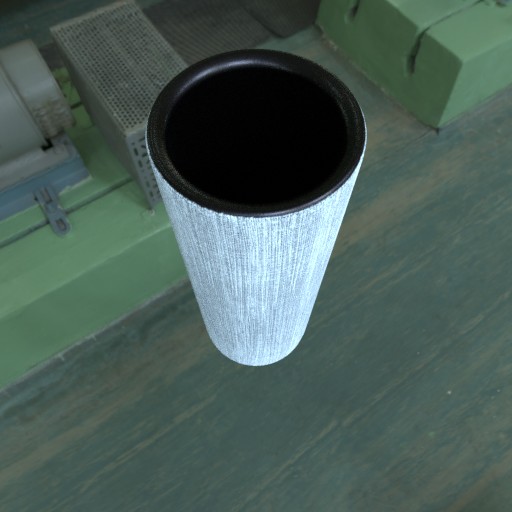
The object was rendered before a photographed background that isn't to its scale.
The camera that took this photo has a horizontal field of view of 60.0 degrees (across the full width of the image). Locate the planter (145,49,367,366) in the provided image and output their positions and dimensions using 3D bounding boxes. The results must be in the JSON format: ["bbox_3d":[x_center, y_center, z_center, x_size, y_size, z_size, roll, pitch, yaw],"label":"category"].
[{"bbox_3d":[0.000,0.000,0.320,0.100,0.270,0.100,-33,68,-15],"label":"planter"}]
